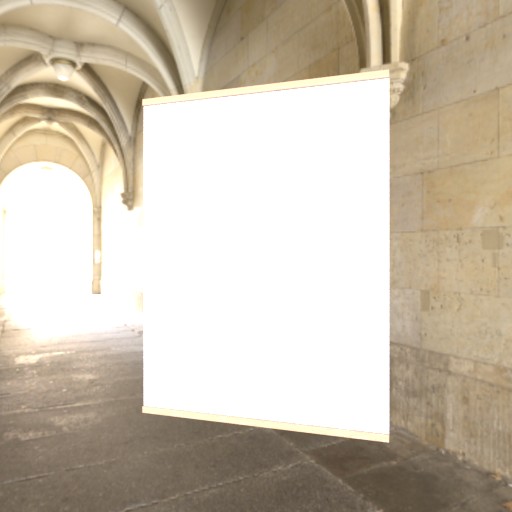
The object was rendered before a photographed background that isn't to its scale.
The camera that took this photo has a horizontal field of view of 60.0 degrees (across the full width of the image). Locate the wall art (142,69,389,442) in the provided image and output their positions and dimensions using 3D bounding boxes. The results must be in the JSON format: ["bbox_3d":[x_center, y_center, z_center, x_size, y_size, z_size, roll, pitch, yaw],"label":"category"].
[{"bbox_3d":[0.000,0.000,0.797,0.459,0.608,0.012,0,0,18],"label":"wall art"}]
